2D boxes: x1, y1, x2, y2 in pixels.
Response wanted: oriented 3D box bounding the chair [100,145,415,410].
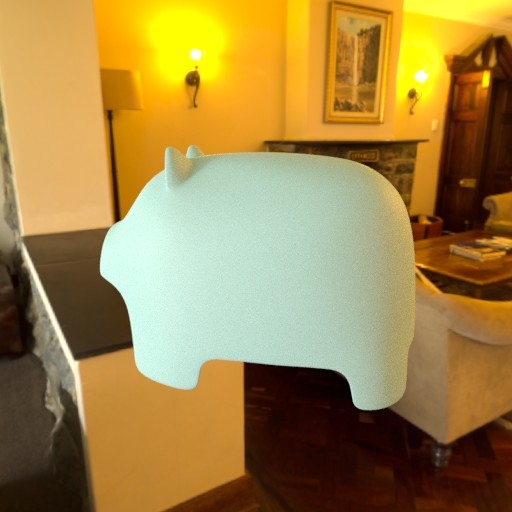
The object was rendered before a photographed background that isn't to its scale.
[{"bbox_3d":[0.000,0.000,0.881,0.619,0.423,0.364,2,15,9],"label":"chair"}]
